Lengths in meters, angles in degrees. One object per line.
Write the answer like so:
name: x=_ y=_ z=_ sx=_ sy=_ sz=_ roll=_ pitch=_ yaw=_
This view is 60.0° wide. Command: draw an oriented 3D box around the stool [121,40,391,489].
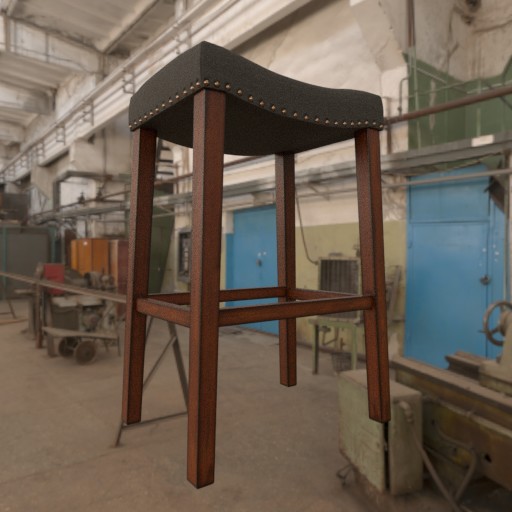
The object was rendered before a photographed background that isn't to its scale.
stool: x=0.000 y=0.000 z=1.015 sx=0.502 sy=0.760 sz=0.366 roll=-1 pitch=1 yaw=-36
